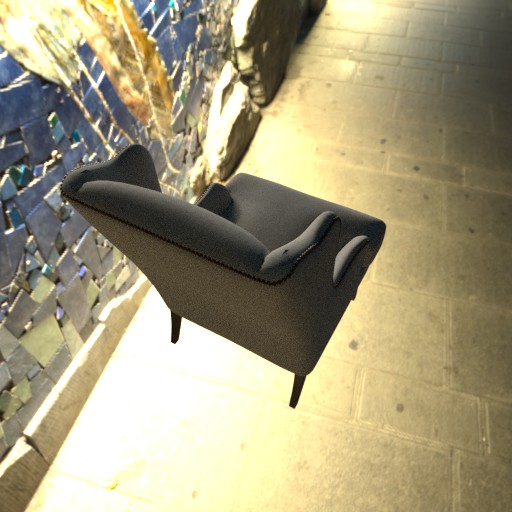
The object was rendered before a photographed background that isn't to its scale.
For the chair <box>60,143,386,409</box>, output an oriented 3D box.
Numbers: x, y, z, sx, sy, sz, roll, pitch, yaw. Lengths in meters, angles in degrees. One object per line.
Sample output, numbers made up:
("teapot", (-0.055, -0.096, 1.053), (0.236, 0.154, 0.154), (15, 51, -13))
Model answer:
("chair", (0.000, 0.000, 1.654), (0.737, 1.029, 0.940), (23, 50, 21))
